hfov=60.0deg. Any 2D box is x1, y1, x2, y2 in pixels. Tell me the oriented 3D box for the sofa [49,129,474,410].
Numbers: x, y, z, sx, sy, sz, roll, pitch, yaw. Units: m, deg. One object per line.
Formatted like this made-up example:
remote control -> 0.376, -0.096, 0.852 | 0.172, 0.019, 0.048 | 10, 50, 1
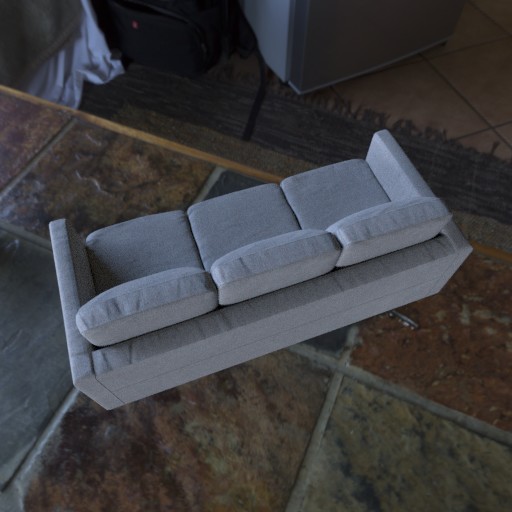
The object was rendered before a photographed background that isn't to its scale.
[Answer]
sofa -> 0.000, 0.000, 2.477 | 1.983, 0.918, 0.944 | -17, 61, -10
